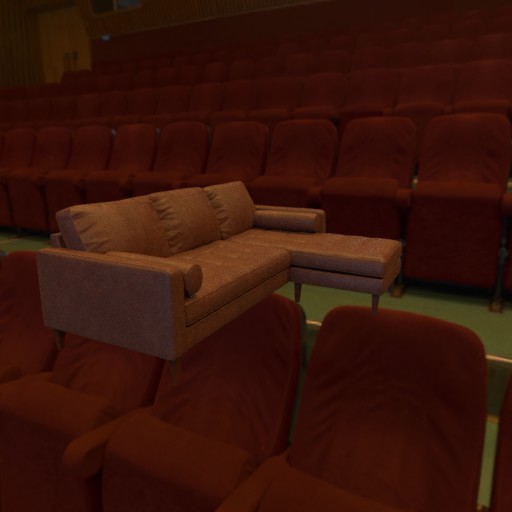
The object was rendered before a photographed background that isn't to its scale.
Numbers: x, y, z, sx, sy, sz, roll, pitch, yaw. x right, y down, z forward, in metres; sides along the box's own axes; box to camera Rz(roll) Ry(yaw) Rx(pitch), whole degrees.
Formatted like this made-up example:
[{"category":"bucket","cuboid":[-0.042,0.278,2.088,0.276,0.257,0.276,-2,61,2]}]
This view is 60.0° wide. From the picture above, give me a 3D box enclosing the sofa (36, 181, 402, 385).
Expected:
[{"category":"sofa","cuboid":[0.000,0.000,3.018,1.613,0.841,2.185,7,16,27]}]
